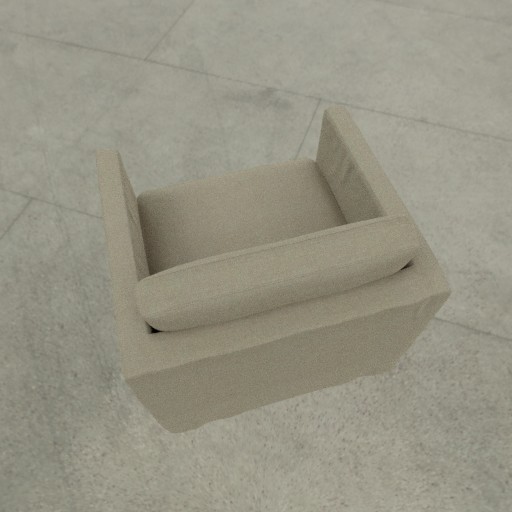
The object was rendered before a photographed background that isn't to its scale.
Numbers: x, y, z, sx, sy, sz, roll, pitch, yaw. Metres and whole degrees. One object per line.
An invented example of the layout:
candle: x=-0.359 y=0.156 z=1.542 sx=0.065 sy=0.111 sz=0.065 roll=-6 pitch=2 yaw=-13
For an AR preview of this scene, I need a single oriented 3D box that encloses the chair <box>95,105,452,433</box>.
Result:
chair: x=0.000 y=0.000 z=1.752 sx=1.057 sy=0.863 sz=0.949 roll=-14 pitch=58 yaw=-9
